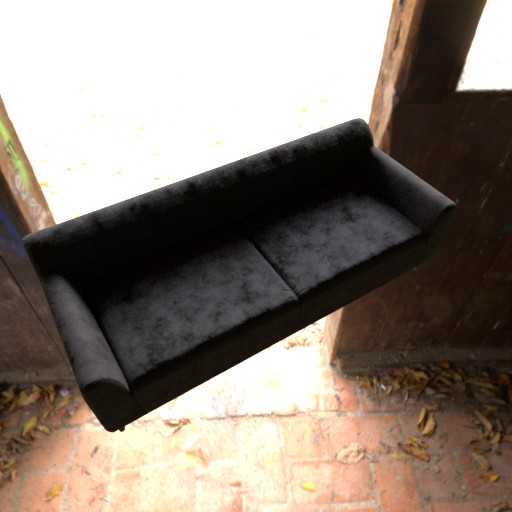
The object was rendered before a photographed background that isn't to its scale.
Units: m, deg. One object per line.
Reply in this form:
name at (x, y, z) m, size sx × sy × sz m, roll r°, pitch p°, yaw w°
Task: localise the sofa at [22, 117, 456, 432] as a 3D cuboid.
sofa at (0.000, 0.000, 2.567) m, size 2.190 × 0.740 × 0.900 m, roll -24°, pitch 52°, yaw -21°
